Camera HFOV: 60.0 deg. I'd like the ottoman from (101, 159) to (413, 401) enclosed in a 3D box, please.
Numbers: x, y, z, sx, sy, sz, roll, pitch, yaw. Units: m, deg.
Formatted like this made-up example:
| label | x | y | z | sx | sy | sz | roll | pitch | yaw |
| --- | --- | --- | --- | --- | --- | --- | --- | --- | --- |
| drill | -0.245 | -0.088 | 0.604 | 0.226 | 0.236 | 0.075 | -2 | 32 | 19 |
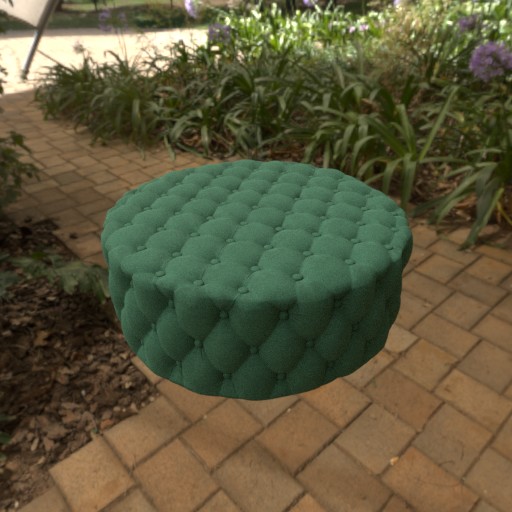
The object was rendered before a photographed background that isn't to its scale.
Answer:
| label | x | y | z | sx | sy | sz | roll | pitch | yaw |
| --- | --- | --- | --- | --- | --- | --- | --- | --- | --- |
| ottoman | 0.000 | 0.000 | 1.538 | 0.998 | 0.399 | 0.998 | 0 | 31 | 0 |
